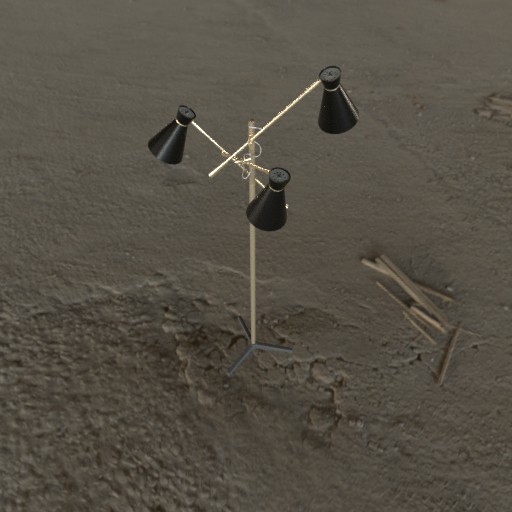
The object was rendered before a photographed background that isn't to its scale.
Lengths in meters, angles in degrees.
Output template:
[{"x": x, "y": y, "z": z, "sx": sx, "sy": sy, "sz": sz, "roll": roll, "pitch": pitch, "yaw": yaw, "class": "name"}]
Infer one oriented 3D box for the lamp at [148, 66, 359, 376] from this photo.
[{"x": 0.000, "y": 0.000, "z": 2.136, "sx": 0.750, "sy": 1.804, "sz": 0.653, "roll": -16, "pitch": 47, "yaw": -16, "class": "lamp"}]
